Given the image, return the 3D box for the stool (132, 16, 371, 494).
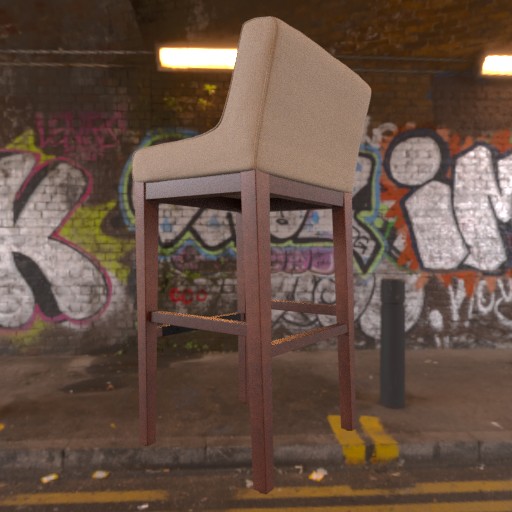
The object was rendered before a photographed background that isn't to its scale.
[{"bbox_3d":[0.000,0.000,1.262,0.500,1.037,0.511,0,0,37],"label":"stool"}]
